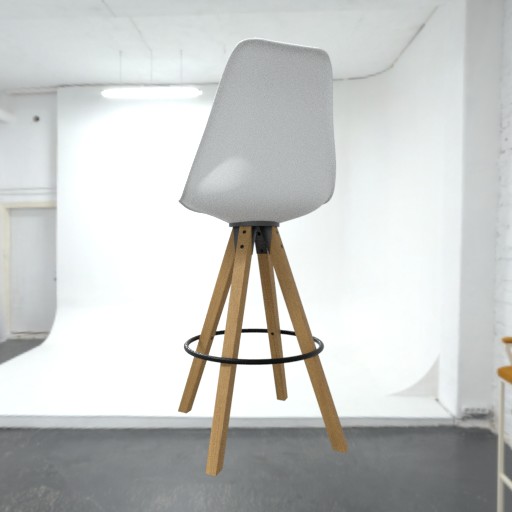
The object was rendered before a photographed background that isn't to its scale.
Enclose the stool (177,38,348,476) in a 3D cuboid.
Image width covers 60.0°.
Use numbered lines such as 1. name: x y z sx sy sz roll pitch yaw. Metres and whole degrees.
1. stool: 0.000 0.000 1.401 0.482 1.115 0.549 -1 2 -19
